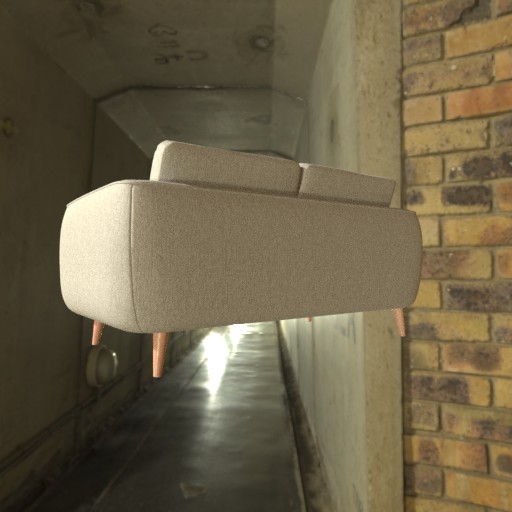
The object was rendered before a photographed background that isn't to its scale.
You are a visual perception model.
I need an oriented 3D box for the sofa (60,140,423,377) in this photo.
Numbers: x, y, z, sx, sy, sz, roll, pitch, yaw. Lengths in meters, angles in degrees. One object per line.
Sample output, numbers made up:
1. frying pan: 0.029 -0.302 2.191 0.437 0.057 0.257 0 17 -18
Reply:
1. sofa: 0.000 0.000 2.250 1.700 0.850 0.920 0 -1 -36
